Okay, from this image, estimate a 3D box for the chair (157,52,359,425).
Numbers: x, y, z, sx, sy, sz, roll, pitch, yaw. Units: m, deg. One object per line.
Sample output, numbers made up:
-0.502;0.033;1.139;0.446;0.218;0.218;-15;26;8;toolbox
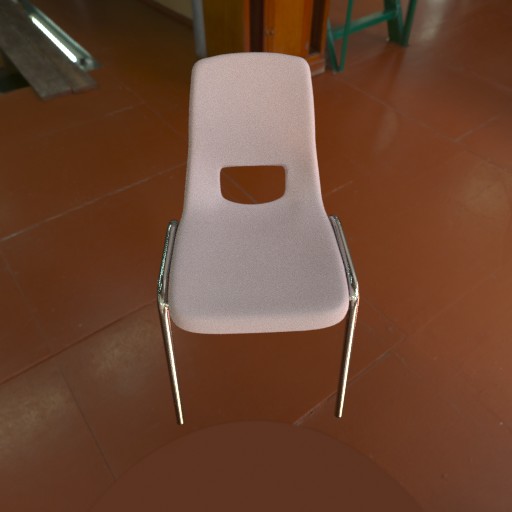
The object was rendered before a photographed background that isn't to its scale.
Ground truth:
0.000;0.000;0.914;0.381;0.653;0.436;-2;48;-2;chair
